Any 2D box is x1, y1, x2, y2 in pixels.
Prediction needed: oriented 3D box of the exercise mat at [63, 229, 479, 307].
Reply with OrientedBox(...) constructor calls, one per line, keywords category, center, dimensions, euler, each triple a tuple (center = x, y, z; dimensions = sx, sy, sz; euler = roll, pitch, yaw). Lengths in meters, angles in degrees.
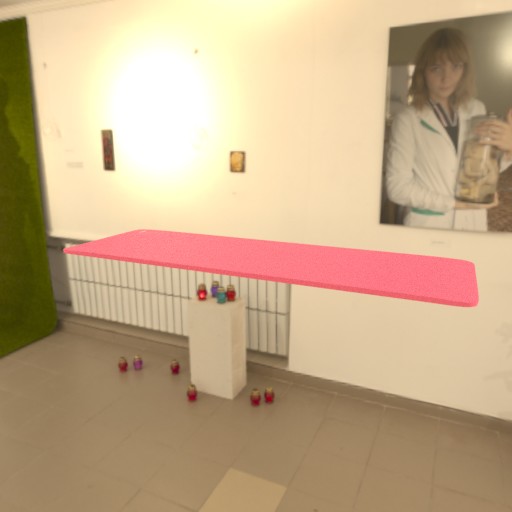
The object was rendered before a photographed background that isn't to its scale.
OrientedBox(category="exercise mat", center=(0.000, 0.000, 2.096), dimensions=(1.884, 0.021, 0.616), euler=(6, 16, 24))
